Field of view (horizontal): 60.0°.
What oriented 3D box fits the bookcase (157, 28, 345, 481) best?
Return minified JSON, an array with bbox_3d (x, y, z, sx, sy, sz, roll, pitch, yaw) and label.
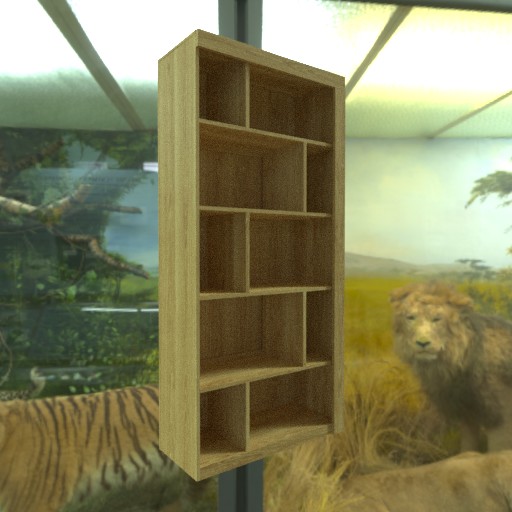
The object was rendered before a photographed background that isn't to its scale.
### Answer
[{"bbox_3d":[0.000,0.000,2.414,0.950,2.020,0.420,-1,2,-37],"label":"bookcase"}]
